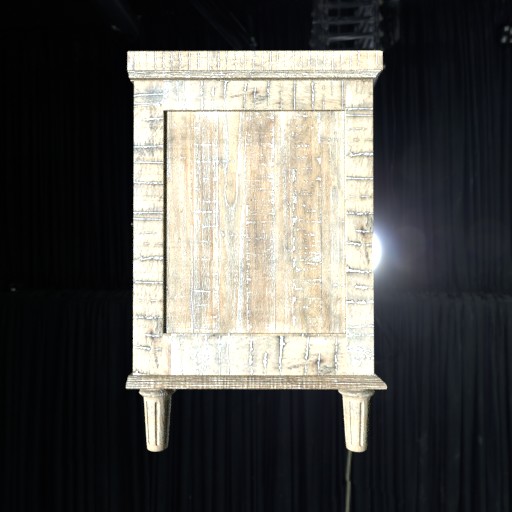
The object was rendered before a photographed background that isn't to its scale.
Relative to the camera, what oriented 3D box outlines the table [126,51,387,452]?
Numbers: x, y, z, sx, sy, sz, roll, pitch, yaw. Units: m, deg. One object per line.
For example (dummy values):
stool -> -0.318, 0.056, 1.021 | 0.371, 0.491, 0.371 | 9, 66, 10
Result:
table -> 0.000, 0.000, 1.113 | 0.457, 0.711, 0.686 | 0, -1, 0
